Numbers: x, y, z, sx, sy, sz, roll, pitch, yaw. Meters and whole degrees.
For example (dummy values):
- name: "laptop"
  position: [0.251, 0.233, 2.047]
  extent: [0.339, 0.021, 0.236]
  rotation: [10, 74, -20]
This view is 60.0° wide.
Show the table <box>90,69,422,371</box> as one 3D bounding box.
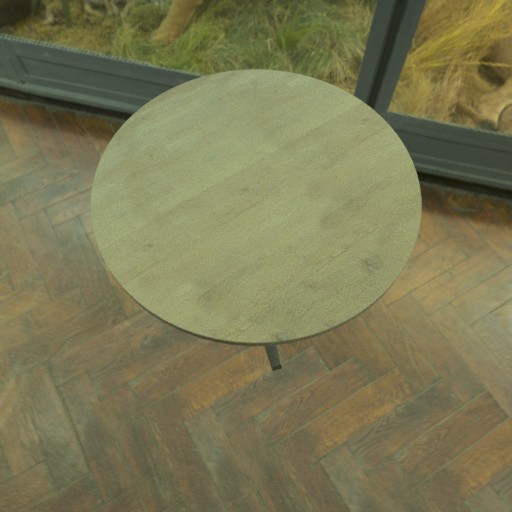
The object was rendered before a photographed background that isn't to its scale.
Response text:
- name: "table"
  position: [0.000, 0.000, 1.430]
  extent: [0.800, 0.780, 0.800]
  rotation: [0, 63, 0]
